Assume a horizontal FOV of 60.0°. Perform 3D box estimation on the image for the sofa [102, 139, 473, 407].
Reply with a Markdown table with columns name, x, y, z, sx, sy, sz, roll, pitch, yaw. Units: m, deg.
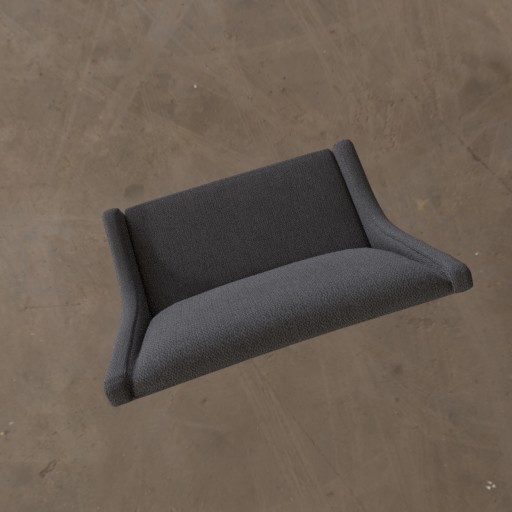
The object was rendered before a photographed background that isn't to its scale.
| name | x | y | z | sx | sy | sz | roll | pitch | yaw |
| --- | --- | --- | --- | --- | --- | --- | --- | --- | --- |
| sofa | 0.000 | 0.000 | 1.953 | 1.242 | 1.022 | 0.873 | -17 | 76 | -4 |
